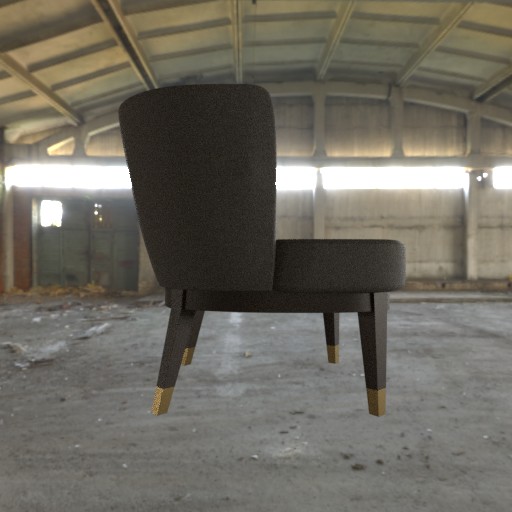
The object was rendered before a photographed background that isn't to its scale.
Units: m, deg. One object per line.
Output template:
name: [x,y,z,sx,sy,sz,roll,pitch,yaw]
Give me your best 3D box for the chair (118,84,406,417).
chair: [0.000,0.000,1.203,0.698,0.695,0.639,0,0,-2]
